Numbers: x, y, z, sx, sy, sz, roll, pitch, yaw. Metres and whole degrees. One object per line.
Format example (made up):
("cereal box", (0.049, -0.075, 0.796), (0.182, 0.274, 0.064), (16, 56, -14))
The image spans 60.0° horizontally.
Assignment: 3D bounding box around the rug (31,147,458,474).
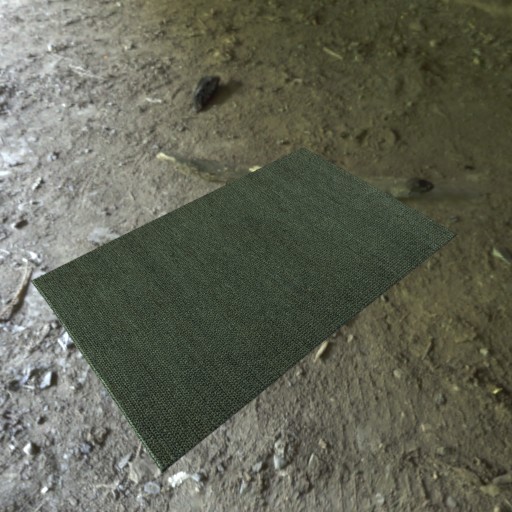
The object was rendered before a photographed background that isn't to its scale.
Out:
("rug", (0.000, 0.000, 2.957), (2.443, 0.021, 1.538), (-31, 53, -28))
